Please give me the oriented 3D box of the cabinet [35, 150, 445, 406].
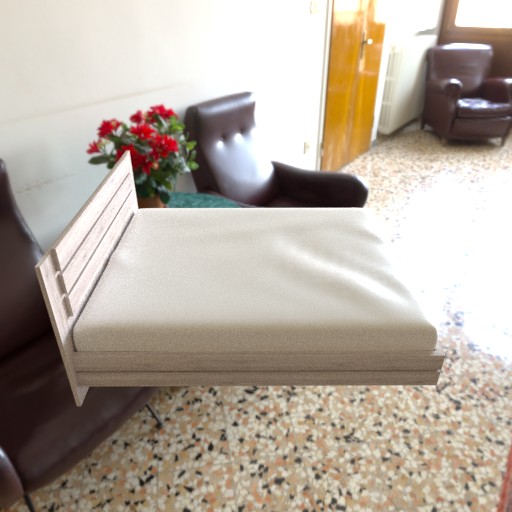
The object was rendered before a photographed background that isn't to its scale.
[{"bbox_3d":[0.000,0.000,3.068,2.080,0.970,1.750,0,31,0],"label":"cabinet"}]
